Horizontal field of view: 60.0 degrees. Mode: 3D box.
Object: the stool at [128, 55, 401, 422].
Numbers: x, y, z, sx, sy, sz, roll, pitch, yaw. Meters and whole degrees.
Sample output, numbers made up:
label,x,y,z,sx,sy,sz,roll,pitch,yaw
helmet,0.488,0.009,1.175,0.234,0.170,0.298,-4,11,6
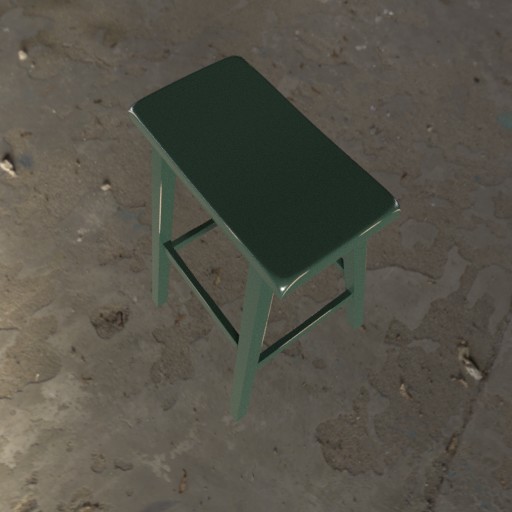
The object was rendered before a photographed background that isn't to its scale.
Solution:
label,x,y,z,sx,sy,sz,roll,pitch,yaw
stool,0.000,0.000,1.055,0.476,0.737,0.457,-33,67,-16
